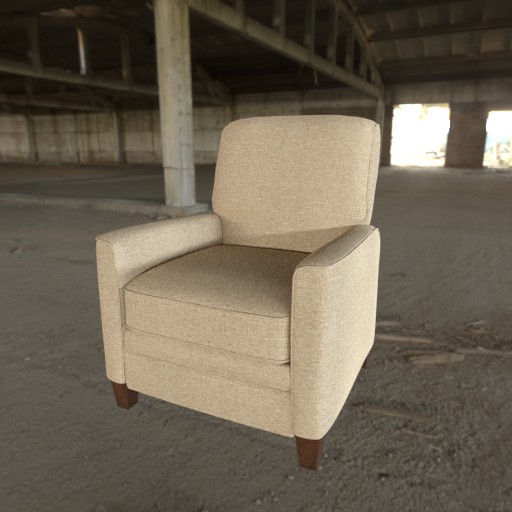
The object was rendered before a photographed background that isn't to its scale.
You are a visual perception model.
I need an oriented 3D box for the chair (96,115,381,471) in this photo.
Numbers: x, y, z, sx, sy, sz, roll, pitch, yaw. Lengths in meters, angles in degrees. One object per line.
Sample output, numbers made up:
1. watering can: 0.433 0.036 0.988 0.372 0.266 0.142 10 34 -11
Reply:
1. chair: 0.000 0.000 1.640 0.841 1.028 0.858 7 16 25
